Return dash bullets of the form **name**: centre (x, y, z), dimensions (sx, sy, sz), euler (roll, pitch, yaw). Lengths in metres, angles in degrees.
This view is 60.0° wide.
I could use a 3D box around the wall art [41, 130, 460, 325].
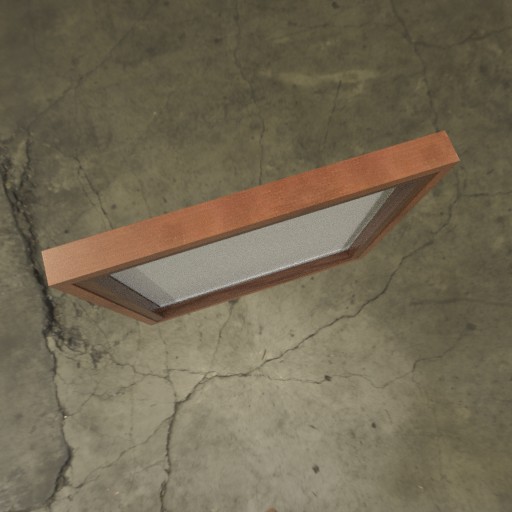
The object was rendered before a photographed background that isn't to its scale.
- **wall art**: centre (0.000, 0.000, 0.613), dimensions (0.403, 0.403, 0.035), euler (-17, 77, -4)
